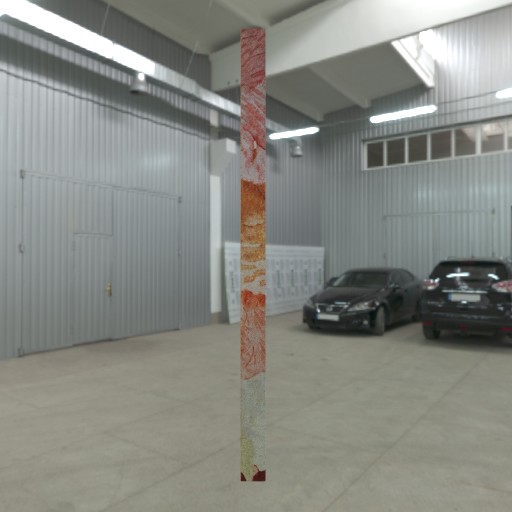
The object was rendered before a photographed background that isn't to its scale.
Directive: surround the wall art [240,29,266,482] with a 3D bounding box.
[{"bbox_3d":[0.000,0.000,0.699,0.028,0.508,0.406,0,-1,1],"label":"wall art"}]
